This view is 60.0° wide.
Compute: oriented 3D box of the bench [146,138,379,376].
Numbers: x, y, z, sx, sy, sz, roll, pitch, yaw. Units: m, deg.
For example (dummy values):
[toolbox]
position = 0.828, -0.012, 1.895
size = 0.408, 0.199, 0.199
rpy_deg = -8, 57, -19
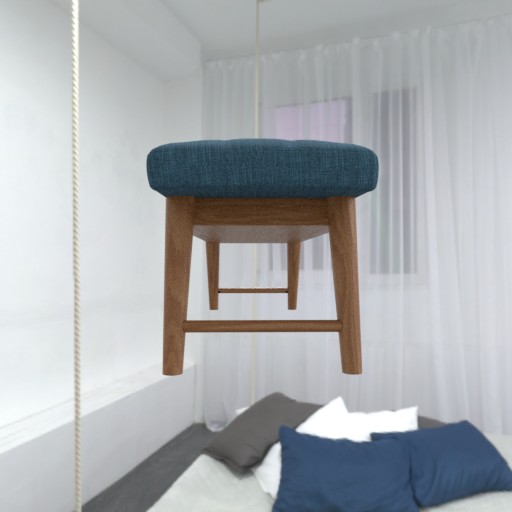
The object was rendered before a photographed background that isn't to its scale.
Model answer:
[bench]
position = 0.000, 0.000, 1.319
size = 0.406, 0.432, 1.118
rpy_deg = 0, -1, -1
